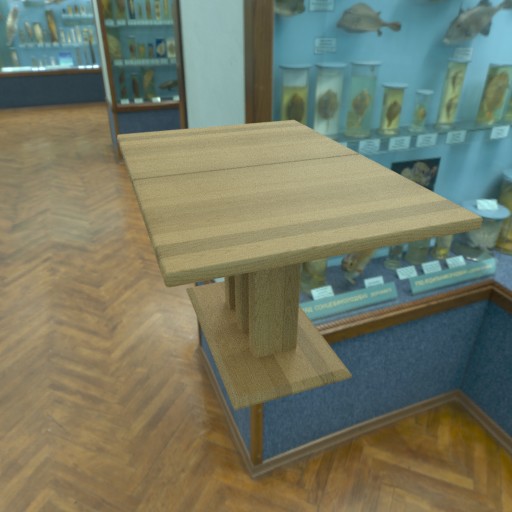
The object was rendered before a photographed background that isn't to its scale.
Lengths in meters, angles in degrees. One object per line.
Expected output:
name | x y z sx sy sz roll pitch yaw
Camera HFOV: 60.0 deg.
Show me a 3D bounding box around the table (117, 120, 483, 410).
table | 0.000 0.000 1.834 0.900 0.770 1.300 -10 31 -17
